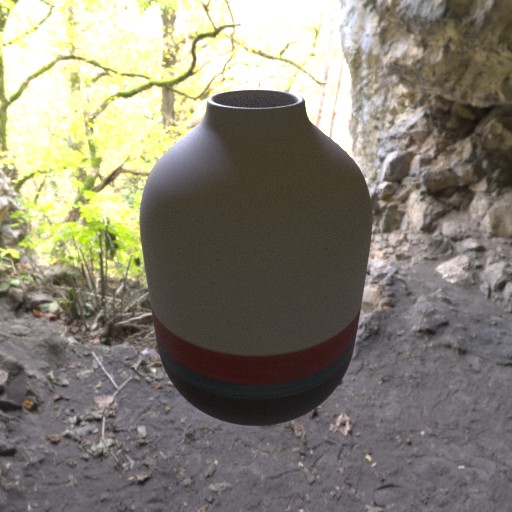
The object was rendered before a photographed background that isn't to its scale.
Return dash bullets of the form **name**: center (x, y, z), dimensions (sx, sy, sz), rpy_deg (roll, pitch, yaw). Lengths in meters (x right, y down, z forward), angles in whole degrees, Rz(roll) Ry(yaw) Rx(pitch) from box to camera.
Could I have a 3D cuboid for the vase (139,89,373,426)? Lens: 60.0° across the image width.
- **vase**: center (0.000, 0.000, 0.346), dimensions (0.169, 0.237, 0.169), rpy_deg (0, 31, 0)
